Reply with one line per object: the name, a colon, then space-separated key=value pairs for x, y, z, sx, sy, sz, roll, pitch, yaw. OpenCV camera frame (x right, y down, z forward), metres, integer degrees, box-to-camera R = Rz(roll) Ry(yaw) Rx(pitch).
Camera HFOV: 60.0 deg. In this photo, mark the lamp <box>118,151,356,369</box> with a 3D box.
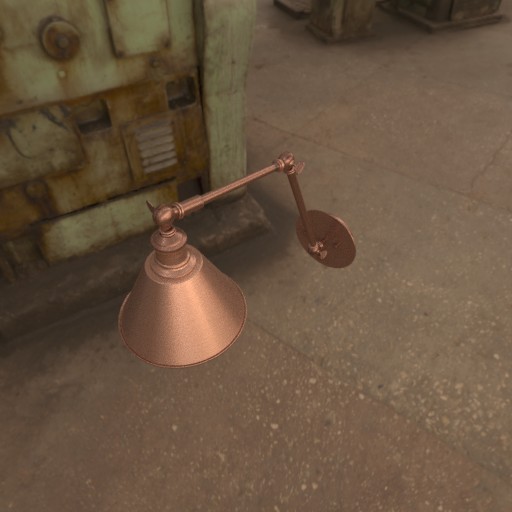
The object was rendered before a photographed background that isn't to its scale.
lamp: x=0.000 y=0.000 z=0.901 sx=0.223 sy=0.502 sz=0.624 roll=31 pitch=53 yaw=27
